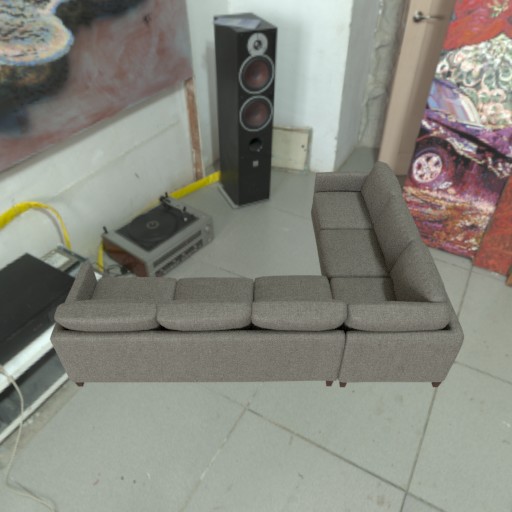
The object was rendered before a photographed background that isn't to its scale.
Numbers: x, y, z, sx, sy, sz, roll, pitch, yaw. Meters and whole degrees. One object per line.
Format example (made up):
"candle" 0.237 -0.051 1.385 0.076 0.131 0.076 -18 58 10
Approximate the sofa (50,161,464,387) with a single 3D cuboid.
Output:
"sofa" 0.000 0.000 4.567 3.302 0.947 2.593 0 41 0
